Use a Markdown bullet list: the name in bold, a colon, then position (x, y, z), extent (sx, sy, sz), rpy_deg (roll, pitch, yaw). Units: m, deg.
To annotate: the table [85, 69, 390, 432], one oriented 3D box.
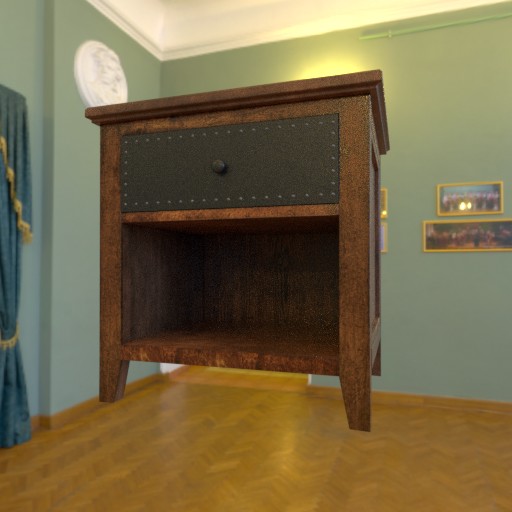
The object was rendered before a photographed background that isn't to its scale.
- **table**: position (0.000, 0.000, 1.022), extent (0.586, 0.597, 0.461), rpy_deg (0, -1, 18)
